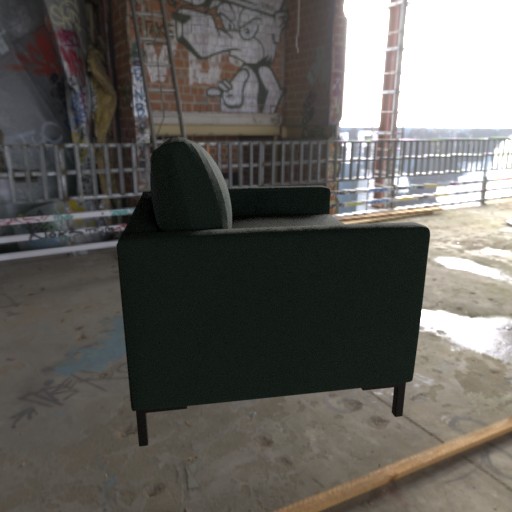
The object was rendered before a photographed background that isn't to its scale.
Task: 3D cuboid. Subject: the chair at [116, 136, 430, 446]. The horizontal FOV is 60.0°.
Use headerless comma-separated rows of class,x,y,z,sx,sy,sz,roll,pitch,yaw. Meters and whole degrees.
chair,0.000,0.000,1.649,0.866,0.861,0.963,-3,16,-9
